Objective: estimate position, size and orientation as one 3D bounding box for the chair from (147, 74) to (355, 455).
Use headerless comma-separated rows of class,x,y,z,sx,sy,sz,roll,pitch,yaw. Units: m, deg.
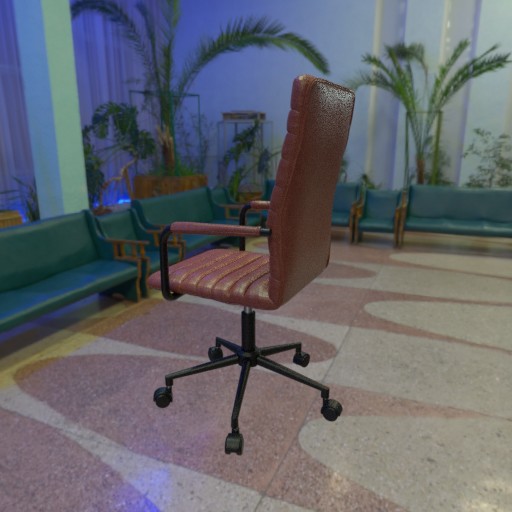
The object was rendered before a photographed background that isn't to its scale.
chair,0.000,0.000,1.359,0.580,0.979,0.608,7,16,25
